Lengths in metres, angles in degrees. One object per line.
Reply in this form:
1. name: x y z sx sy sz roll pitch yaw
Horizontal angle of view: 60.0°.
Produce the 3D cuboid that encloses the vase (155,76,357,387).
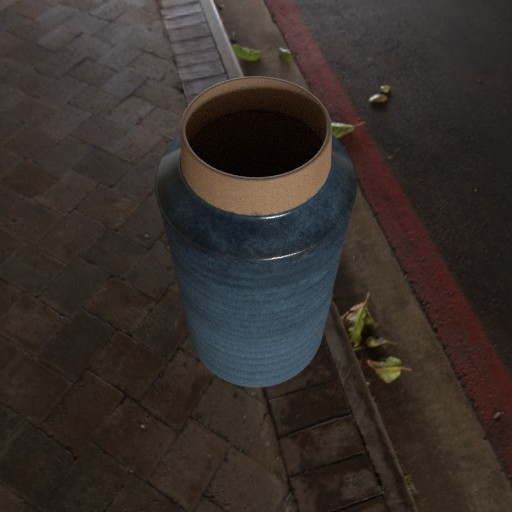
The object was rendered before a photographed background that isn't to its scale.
1. vase: 0.000 0.000 0.414 0.163 0.316 0.163 0 58 0
